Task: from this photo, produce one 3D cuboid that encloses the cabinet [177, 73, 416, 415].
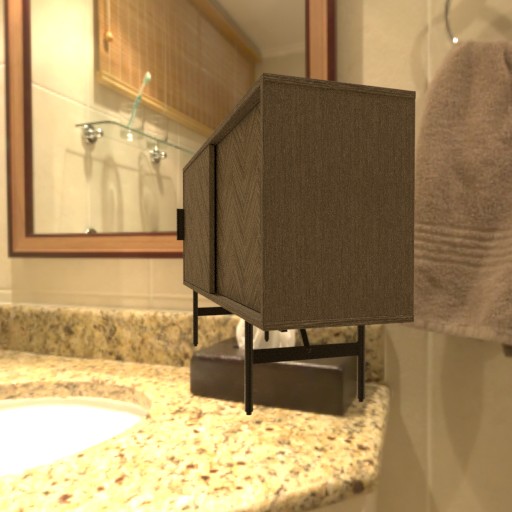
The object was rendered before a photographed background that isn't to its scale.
[{"bbox_3d":[0.000,0.000,1.546,0.405,0.787,1.194,0,1,-17],"label":"cabinet"}]
